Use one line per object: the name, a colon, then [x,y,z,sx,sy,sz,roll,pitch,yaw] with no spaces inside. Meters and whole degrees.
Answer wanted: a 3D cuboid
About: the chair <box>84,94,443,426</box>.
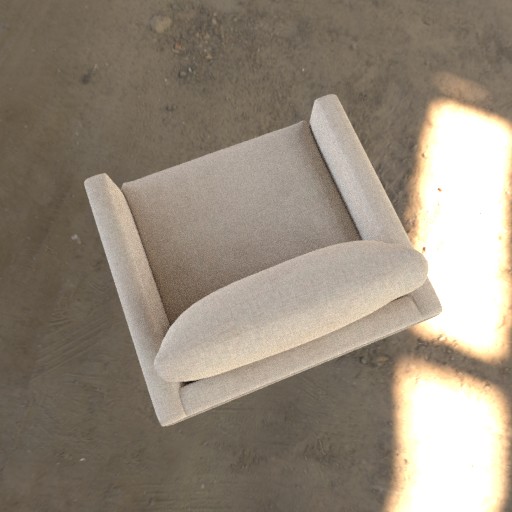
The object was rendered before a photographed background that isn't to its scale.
chair: [0.000,0.000,1.620,0.963,0.861,0.866,-21,76,-5]
